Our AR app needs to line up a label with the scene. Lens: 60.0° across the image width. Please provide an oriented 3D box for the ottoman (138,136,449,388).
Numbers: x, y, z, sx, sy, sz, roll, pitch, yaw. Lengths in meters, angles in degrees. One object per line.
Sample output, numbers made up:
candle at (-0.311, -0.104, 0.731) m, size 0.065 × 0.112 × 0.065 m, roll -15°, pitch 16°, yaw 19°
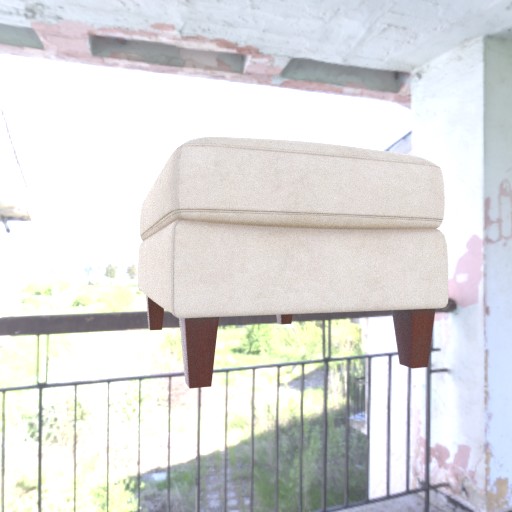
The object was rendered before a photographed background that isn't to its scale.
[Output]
ottoman at (0.000, 0.000, 1.226) m, size 0.584 × 0.483 × 0.864 m, roll 0°, pitch -1°, yaw -19°
